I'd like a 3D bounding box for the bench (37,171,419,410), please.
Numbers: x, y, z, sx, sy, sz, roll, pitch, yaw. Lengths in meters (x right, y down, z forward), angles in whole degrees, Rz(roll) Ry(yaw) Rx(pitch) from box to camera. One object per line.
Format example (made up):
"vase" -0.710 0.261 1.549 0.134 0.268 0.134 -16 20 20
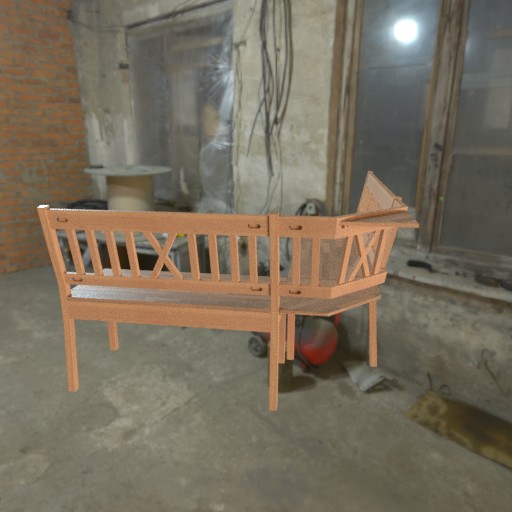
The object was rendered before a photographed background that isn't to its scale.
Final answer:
"bench" 0.000 0.000 2.764 1.537 0.902 1.937 2 16 9
